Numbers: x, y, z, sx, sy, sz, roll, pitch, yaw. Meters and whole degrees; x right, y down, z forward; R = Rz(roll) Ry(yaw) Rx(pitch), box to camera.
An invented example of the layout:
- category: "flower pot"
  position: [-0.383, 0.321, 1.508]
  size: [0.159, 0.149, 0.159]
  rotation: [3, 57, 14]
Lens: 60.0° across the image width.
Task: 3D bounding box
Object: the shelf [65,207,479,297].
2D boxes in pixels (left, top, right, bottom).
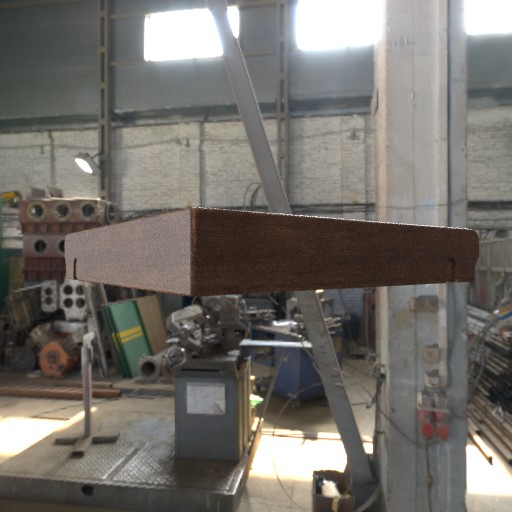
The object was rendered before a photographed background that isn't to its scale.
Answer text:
- category: "shelf"
  position: [0.000, 0.000, 0.461]
  size: [0.310, 0.050, 0.310]
  rotation: [0, -1, -36]
